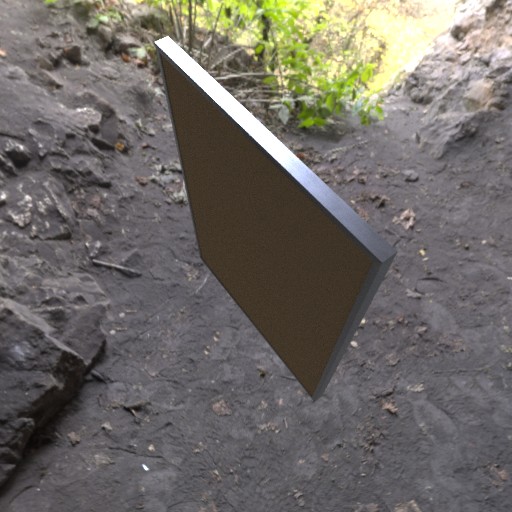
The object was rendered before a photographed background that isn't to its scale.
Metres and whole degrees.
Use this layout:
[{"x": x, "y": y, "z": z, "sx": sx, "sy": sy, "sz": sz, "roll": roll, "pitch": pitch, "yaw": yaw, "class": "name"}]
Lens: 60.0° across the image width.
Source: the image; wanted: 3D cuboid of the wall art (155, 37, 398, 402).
[{"x": 0.000, "y": 0.000, "z": 1.414, "sx": 0.041, "sy": 1.062, "sz": 0.803, "roll": -33, "pitch": 64, "yaw": -18, "class": "wall art"}]
